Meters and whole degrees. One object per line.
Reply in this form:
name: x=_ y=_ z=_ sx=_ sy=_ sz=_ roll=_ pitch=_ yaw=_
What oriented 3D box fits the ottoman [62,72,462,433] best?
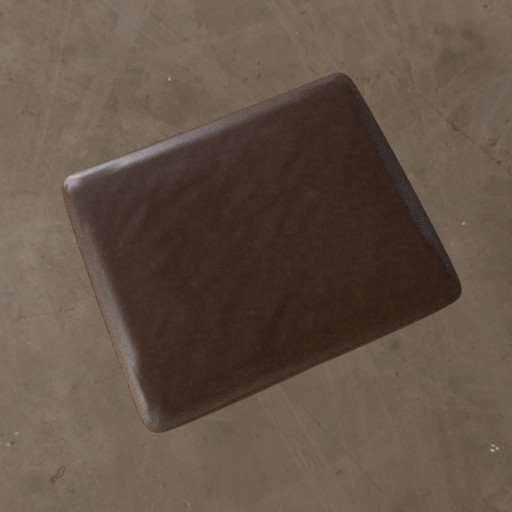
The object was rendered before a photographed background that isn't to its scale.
ottoman: x=0.000 y=0.000 z=1.125 sx=0.751 sy=0.476 sz=0.603 roll=-23 pitch=78 yaw=-5
